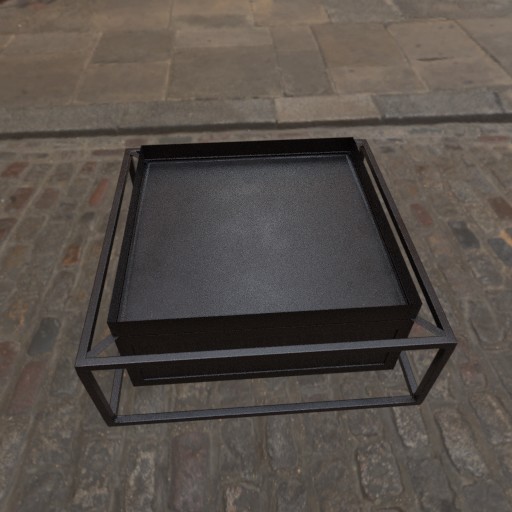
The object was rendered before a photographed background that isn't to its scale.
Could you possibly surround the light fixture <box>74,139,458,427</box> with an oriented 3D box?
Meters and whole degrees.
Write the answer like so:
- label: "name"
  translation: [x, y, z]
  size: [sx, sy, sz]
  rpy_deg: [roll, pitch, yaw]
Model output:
- label: "light fixture"
  translation: [0.000, 0.000, 0.705]
  size: [0.441, 0.191, 0.441]
  rpy_deg: [-3, 46, -3]
